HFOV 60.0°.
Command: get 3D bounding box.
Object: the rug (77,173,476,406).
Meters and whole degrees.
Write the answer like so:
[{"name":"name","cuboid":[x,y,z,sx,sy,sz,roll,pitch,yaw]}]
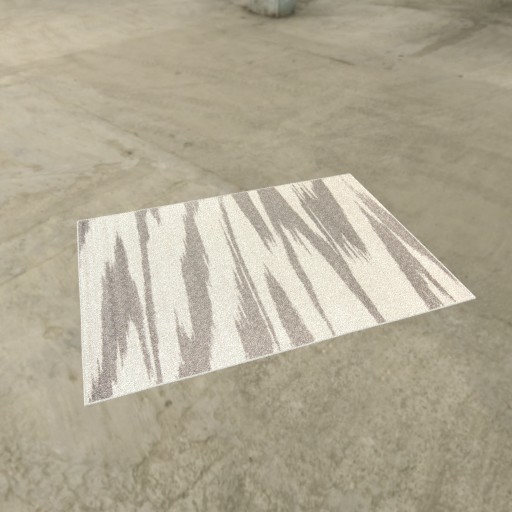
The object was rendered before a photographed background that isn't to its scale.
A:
[{"name":"rug","cuboid":[0.000,0.000,2.814,2.142,0.010,1.533,-12,41,-14]}]
